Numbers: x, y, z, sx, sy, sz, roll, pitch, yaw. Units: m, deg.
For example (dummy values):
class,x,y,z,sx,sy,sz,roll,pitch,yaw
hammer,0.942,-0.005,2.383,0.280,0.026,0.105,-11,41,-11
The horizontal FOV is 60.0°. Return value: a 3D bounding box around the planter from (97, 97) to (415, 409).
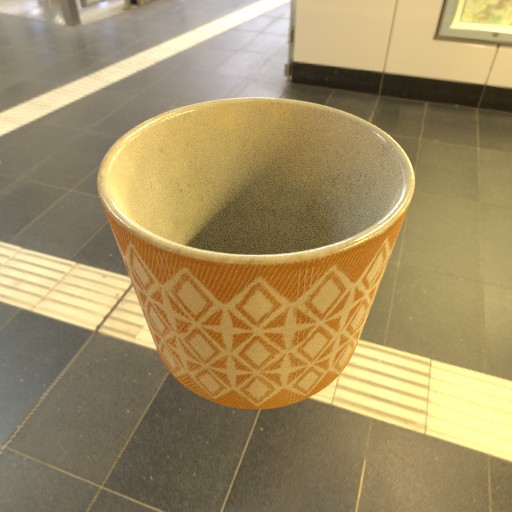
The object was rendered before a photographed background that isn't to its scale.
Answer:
class,x,y,z,sx,sy,sz,roll,pitch,yaw
planter,0.000,0.000,0.332,0.193,0.165,0.193,0,42,0
